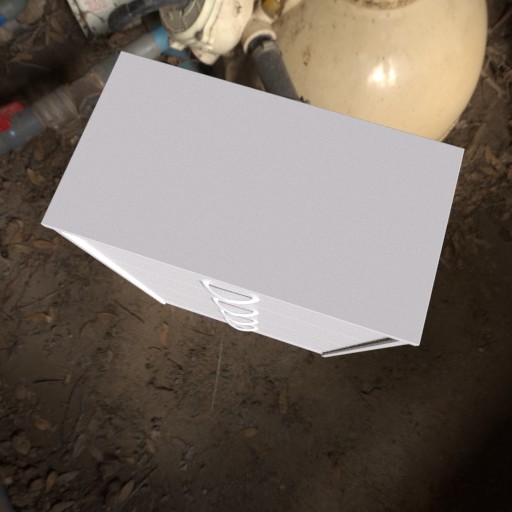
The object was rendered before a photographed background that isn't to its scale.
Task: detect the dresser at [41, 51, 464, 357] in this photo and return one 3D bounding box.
[{"bbox_3d":[0.000,0.000,1.318,0.704,1.021,0.401,18,76,4],"label":"dresser"}]
